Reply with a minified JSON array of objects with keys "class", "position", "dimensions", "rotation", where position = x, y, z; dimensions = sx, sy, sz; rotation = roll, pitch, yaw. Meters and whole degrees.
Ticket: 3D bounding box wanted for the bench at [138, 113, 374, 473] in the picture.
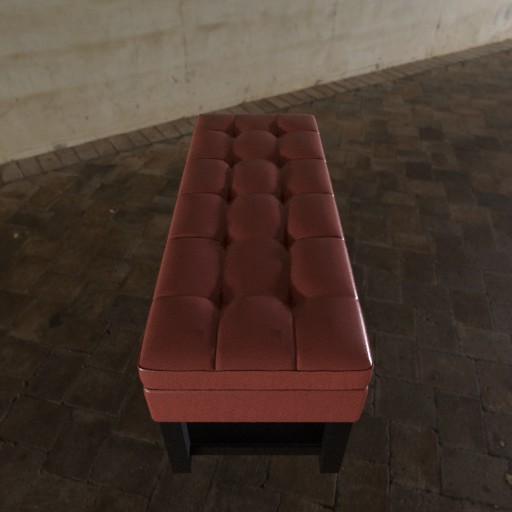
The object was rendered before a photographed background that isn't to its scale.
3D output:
[{"class":"bench","position":[0.000,0.000,1.331],"dimensions":[0.432,0.460,1.105],"rotation":[0,41,0]}]
